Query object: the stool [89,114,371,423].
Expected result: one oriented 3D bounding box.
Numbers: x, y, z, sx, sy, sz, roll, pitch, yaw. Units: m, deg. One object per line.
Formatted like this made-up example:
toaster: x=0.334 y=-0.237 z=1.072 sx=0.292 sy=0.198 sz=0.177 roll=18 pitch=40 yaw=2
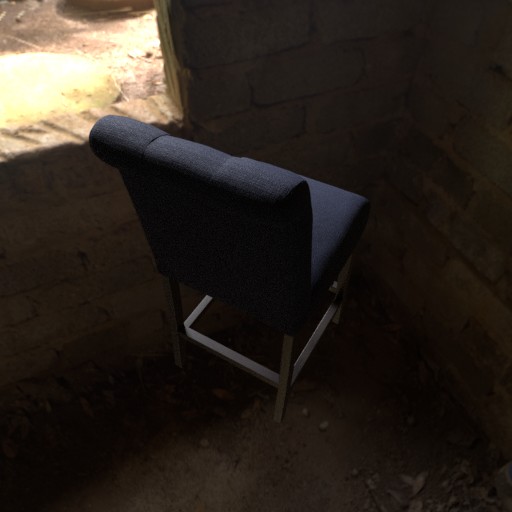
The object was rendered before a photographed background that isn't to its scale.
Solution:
stool: x=0.000 y=0.000 z=1.322 sx=0.493 sy=1.010 sz=0.601 roll=23 pitch=50 yaw=21
